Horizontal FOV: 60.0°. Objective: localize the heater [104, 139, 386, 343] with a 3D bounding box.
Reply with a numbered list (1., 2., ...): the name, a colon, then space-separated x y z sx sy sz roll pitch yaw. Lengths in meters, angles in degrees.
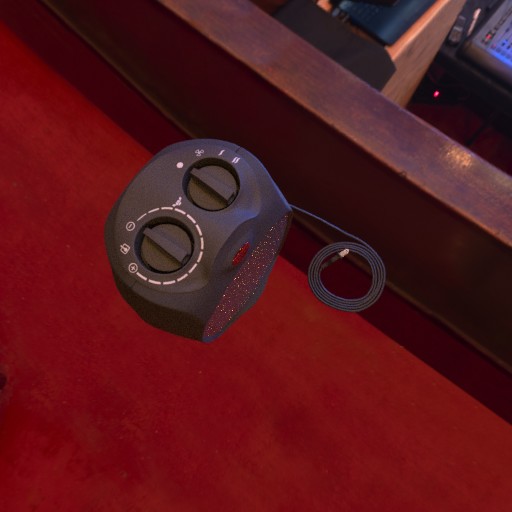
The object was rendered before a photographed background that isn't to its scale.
1. heater: 0.000 0.000 0.463 0.291 0.240 0.239 34 79 7
